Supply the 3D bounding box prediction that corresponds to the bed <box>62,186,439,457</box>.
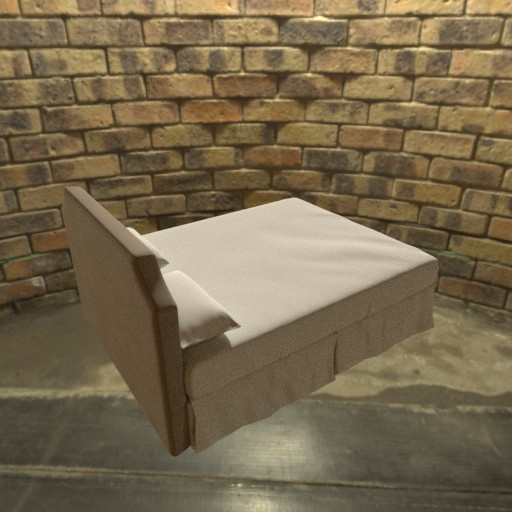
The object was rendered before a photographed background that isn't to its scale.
[{"bbox_3d":[0.000,0.000,3.659,2.498,1.293,1.977,-18,32,-31],"label":"bed"}]
